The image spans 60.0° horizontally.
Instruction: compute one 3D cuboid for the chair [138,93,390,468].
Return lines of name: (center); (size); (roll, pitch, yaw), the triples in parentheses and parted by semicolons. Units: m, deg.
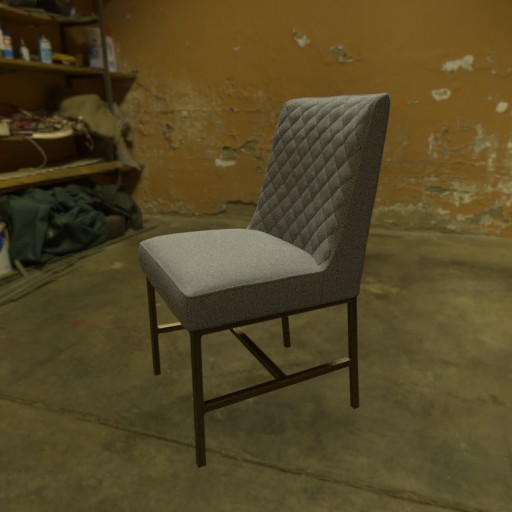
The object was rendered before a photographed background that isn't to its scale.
chair: (0.000, 0.000, 1.281); (0.587, 0.889, 0.508); (-8, 19, -24)
